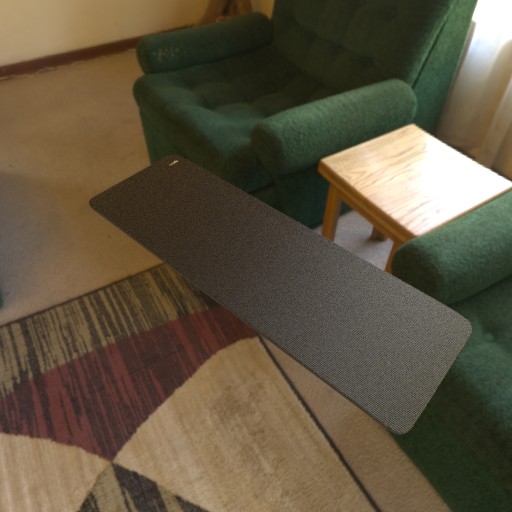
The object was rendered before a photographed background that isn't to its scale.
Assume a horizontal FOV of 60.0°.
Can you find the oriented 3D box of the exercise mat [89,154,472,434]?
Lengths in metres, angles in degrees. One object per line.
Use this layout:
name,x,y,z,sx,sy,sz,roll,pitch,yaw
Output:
exercise mat,0.000,0.000,2.070,1.869,0.021,0.616,33,55,27
